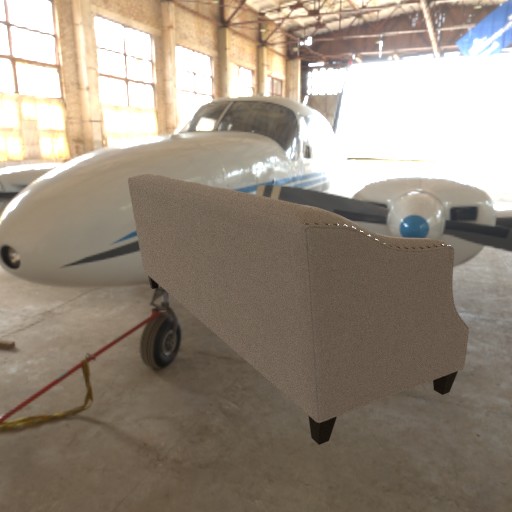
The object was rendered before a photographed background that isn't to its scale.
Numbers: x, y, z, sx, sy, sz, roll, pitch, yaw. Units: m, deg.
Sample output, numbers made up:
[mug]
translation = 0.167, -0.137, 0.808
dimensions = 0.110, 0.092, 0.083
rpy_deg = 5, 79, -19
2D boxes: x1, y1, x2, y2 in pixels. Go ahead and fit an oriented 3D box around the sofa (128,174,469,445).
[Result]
[sofa]
translation = 0.000, 0.000, 2.625
dimensions = 0.914, 0.901, 2.235
rpy_deg = -8, 16, -29
